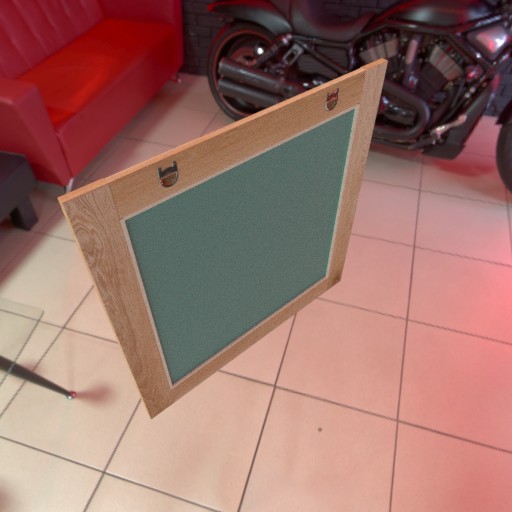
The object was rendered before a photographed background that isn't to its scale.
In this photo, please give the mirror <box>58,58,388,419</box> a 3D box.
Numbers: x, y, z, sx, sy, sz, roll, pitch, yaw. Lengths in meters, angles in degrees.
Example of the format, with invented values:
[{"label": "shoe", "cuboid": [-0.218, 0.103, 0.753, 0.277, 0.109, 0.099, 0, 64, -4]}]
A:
[{"label": "mirror", "cuboid": [0.000, 0.000, 1.157, 0.800, 0.800, 0.020, -32, 54, -26]}]
